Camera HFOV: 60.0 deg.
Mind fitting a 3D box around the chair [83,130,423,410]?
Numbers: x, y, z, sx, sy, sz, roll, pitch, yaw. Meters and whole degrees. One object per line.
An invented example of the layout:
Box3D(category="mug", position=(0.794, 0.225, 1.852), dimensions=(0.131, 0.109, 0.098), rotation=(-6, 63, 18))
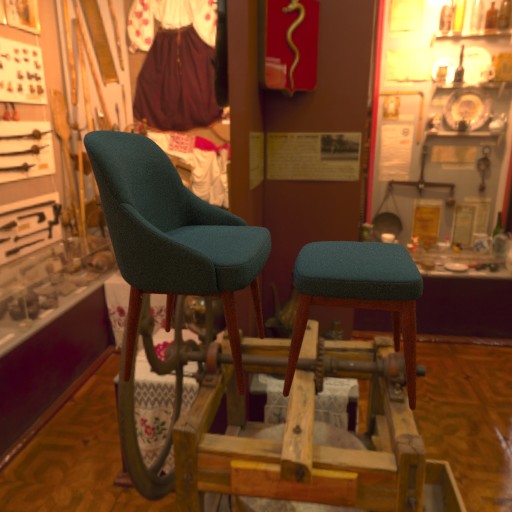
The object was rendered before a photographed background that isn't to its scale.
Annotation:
Box3D(category="chair", position=(0.000, 0.000, 1.589), dimensions=(1.114, 0.866, 0.584), rotation=(3, 16, 10))
